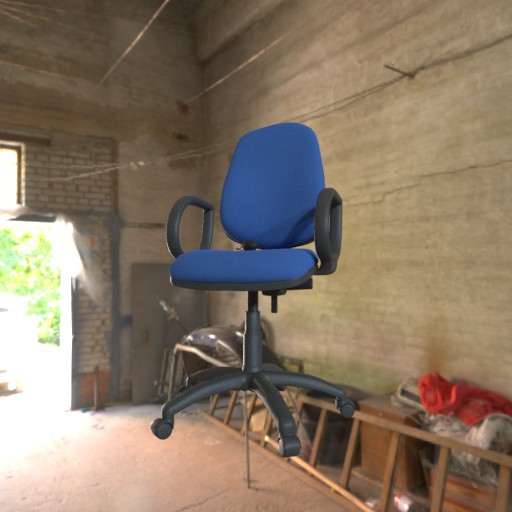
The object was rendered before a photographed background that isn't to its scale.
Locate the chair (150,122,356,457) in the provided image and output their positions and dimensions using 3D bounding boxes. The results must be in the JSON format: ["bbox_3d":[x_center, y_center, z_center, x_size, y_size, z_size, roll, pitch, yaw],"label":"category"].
[{"bbox_3d":[0.000,0.000,1.281,0.552,0.905,0.549,0,-1,19],"label":"chair"}]
